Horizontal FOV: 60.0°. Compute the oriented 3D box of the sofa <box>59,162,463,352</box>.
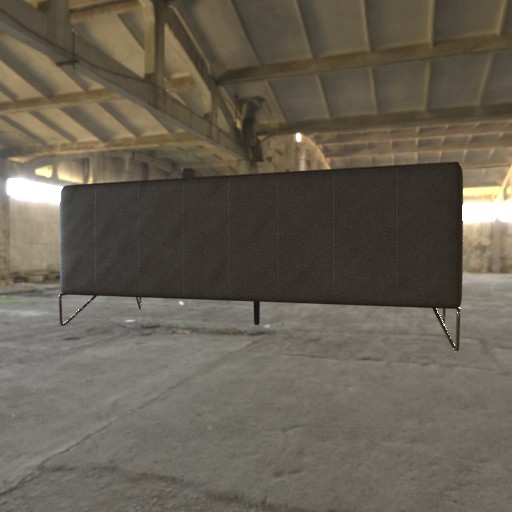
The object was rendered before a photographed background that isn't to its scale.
[{"bbox_3d":[0.000,0.000,2.532,2.087,0.789,0.867,0,0,19],"label":"sofa"}]
